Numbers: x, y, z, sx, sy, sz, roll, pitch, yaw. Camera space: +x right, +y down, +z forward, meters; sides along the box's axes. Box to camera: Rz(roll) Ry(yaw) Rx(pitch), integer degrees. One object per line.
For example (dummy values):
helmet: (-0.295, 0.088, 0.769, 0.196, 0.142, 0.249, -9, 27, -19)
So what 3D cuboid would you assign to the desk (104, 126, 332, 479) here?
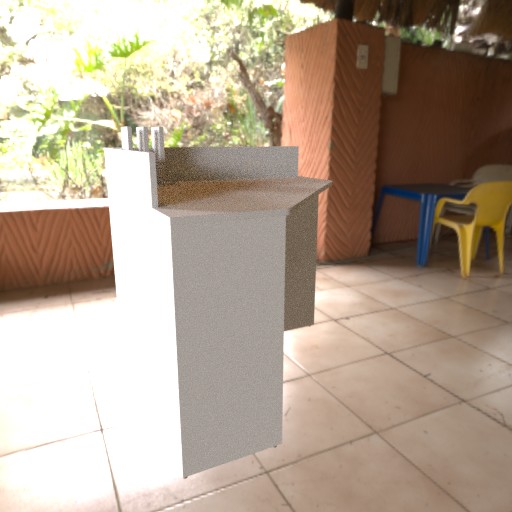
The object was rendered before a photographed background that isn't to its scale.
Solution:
desk: (0.000, 0.000, 1.747, 0.940, 0.986, 0.940, -7, 16, -26)
